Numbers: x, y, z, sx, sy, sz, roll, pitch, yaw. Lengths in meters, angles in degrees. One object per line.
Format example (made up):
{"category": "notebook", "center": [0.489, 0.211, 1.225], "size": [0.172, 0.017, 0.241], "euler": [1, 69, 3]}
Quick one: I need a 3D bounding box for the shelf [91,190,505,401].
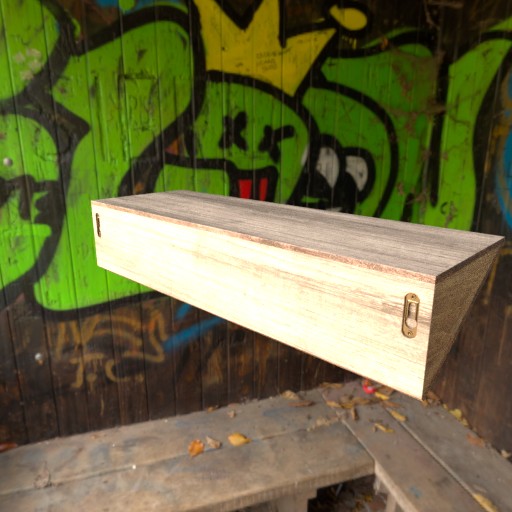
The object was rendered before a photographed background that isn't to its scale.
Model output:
{"category": "shelf", "center": [0.000, 0.000, 0.664], "size": [0.610, 0.125, 0.200], "euler": [15, 21, 41]}
